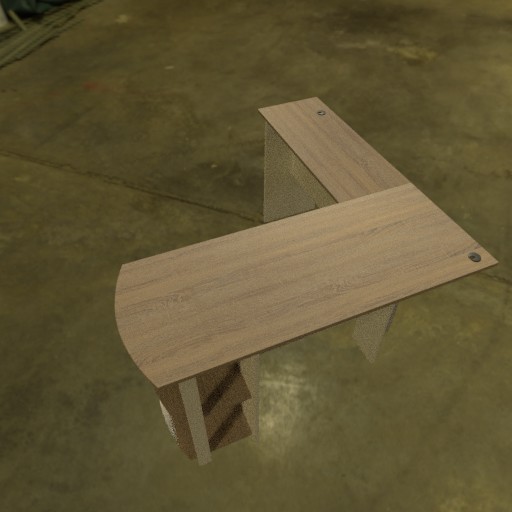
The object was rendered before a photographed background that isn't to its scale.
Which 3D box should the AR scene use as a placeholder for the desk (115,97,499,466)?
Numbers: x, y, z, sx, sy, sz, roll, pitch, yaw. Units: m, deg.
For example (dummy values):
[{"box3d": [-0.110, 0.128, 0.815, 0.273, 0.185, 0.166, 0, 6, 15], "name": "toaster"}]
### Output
[{"box3d": [0.000, 0.000, 2.090, 1.303, 0.716, 1.361, -17, 48, -16], "name": "desk"}]
